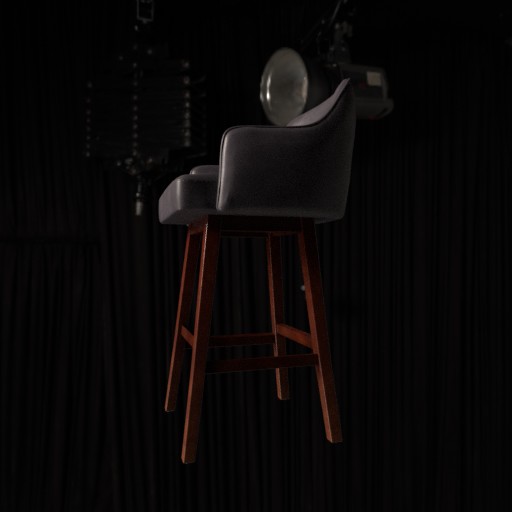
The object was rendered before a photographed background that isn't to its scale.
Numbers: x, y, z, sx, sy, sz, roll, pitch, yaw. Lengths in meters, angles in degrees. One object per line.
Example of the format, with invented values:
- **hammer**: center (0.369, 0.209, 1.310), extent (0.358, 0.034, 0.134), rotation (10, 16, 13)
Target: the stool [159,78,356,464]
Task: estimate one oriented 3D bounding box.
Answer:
- **stool**: center (0.000, 0.000, 1.382), extent (0.560, 1.041, 0.550), rotation (0, 0, -18)
